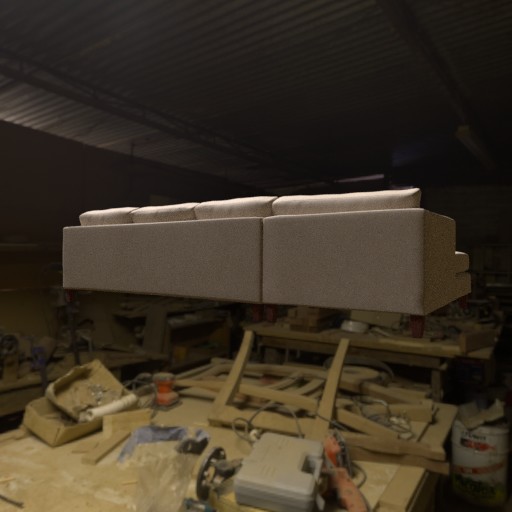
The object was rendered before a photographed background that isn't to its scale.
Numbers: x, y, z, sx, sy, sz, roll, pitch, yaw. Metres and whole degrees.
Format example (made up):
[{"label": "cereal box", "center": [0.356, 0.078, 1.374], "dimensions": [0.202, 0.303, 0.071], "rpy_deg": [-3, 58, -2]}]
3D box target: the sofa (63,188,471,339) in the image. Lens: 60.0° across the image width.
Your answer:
[{"label": "sofa", "center": [0.000, 0.000, 3.850], "dimensions": [3.186, 0.846, 1.625], "rpy_deg": [0, 1, 33]}]
